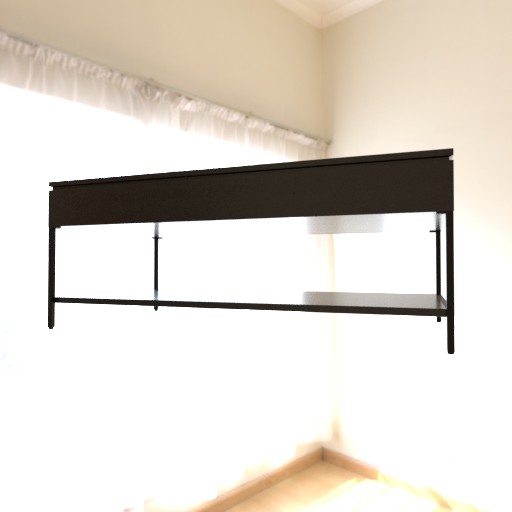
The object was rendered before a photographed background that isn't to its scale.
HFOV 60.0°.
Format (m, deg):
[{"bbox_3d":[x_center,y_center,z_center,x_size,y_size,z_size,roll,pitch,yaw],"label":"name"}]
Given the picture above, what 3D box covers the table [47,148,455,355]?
[{"bbox_3d":[0.000,0.000,1.385,1.095,0.435,0.574,0,-1,20],"label":"table"}]
